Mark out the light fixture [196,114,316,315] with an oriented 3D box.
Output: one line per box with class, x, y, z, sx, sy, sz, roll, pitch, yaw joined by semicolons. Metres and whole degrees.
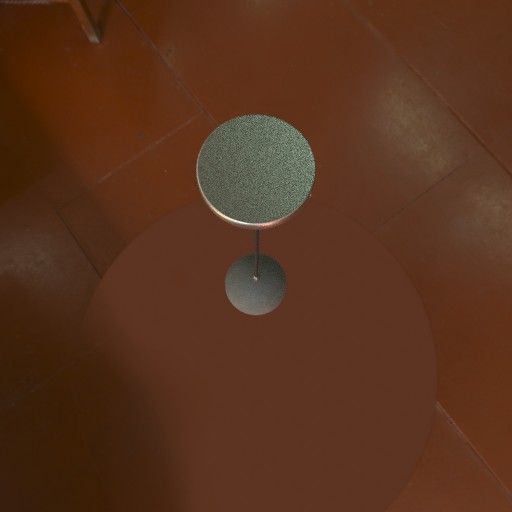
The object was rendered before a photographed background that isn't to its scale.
light fixture;0.000;0.000;0.806;0.153;0.760;0.153;-2;77;-1
